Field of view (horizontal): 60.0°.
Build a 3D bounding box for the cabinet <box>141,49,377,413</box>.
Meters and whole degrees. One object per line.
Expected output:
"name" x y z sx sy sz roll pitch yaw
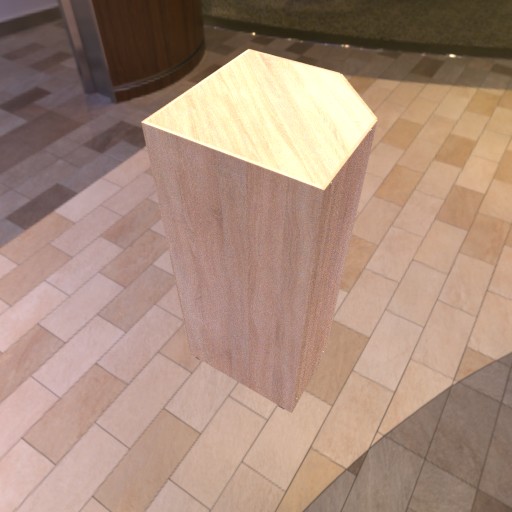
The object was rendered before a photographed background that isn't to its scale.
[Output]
"cabinet" 0.000 0.000 2.923 1.094 2.120 1.327 -10 48 -9
